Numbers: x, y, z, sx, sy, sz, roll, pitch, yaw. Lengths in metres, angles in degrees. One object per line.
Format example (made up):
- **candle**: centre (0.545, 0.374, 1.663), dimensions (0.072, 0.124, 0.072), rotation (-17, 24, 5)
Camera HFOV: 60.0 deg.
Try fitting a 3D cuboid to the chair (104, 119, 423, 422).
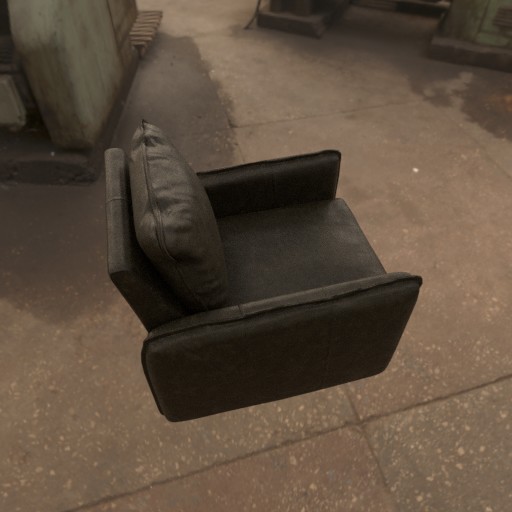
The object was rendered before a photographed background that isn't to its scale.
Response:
- **chair**: centre (0.000, 0.000, 1.643), dimensions (0.921, 0.921, 0.830), rotation (-10, 48, -9)
